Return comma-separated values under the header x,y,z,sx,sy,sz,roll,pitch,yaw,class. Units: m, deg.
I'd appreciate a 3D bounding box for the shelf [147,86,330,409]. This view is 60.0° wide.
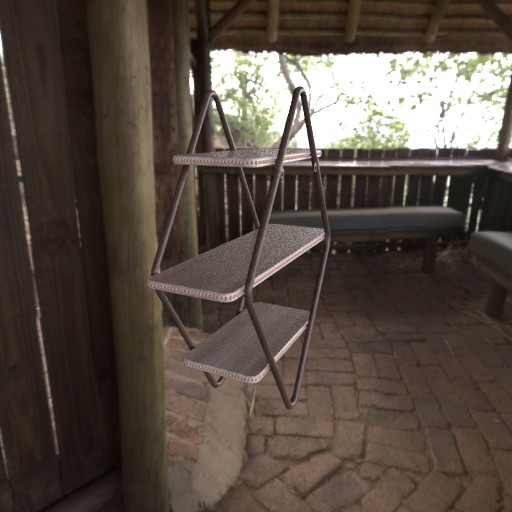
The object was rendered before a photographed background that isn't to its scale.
x,y,z,sx,sy,sz,roll,pitch,yaw,class
0.000,0.000,1.090,0.234,0.774,0.609,8,18,25,shelf
